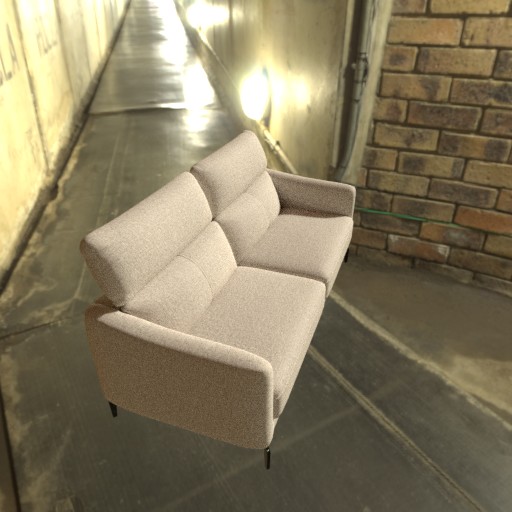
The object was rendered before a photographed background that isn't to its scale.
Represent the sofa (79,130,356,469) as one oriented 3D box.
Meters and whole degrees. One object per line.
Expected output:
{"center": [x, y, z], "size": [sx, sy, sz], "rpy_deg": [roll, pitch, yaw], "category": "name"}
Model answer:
{"center": [0.000, 0.000, 2.538], "size": [0.856, 0.956, 2.015], "rpy_deg": [11, 32, 17], "category": "sofa"}
